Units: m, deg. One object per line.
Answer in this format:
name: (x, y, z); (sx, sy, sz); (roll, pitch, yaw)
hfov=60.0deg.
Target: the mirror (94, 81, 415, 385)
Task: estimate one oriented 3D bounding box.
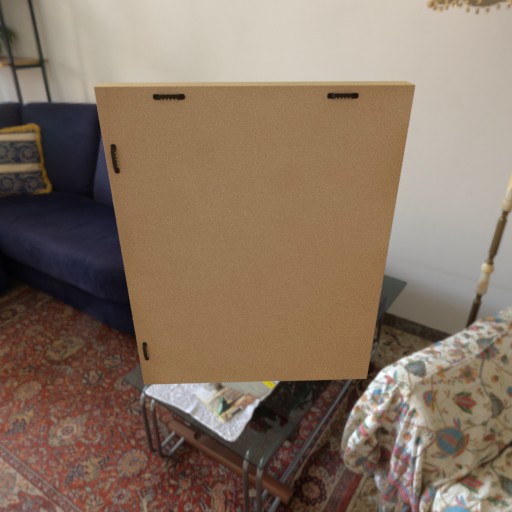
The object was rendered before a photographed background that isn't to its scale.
mirror: (0.000, 0.000, 0.695); (0.405, 0.508, 0.041); (-1, 29, -2)
